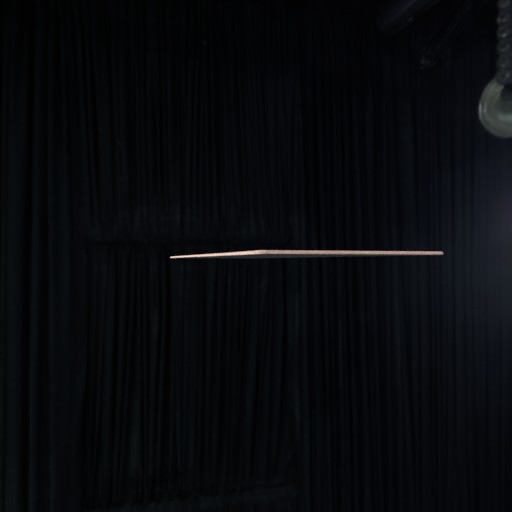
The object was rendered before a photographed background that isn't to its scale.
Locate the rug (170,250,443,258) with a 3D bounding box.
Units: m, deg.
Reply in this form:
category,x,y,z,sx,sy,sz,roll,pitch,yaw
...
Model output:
category,x,y,z,sx,sy,sz,roll,pitch,yaw
rug,0.000,0.000,2.751,0.760,0.015,2.435,0,-1,-18
